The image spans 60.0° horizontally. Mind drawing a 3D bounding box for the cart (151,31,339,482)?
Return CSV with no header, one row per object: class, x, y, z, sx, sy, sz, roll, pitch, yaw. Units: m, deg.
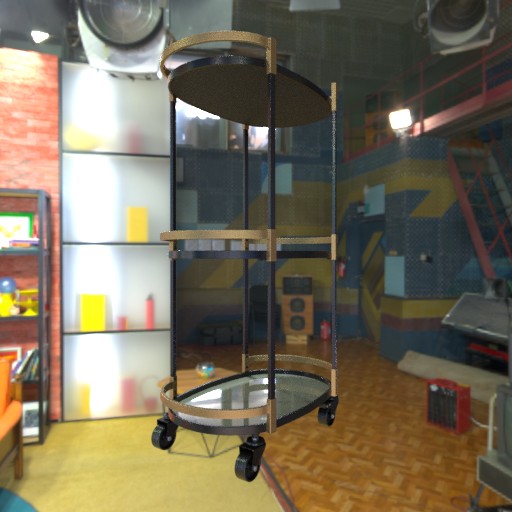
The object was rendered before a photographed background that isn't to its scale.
cart,0.000,0.000,1.107,0.311,0.885,0.515,0,0,36
